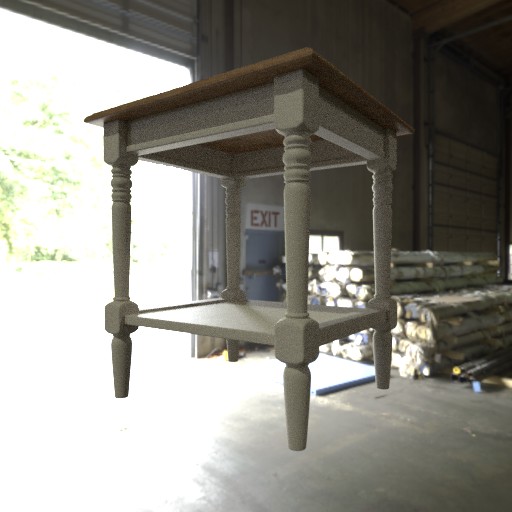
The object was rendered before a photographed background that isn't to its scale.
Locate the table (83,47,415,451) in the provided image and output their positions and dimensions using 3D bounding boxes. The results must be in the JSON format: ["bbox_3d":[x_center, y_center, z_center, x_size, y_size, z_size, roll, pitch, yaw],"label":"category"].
[{"bbox_3d":[0.000,0.000,0.910,0.508,0.561,0.457,0,0,36],"label":"table"}]
